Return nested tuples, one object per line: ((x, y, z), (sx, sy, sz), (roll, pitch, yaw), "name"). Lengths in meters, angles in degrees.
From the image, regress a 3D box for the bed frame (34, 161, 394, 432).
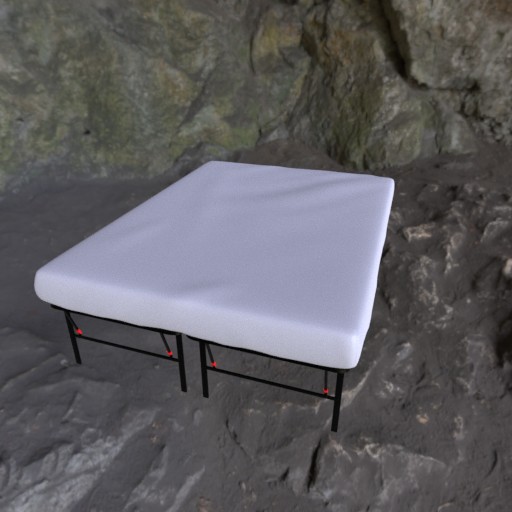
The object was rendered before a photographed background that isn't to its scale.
((0.000, 0.000, 2.901), (1.584, 0.667, 2.151), (9, 29, 17), "bed frame")
